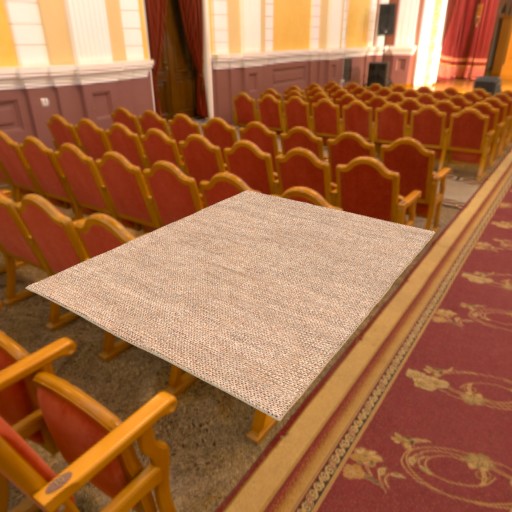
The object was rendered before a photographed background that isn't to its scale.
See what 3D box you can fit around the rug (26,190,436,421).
[{"bbox_3d":[0.000,0.000,4.083,2.429,0.030,3.052,17,31,31],"label":"rug"}]
